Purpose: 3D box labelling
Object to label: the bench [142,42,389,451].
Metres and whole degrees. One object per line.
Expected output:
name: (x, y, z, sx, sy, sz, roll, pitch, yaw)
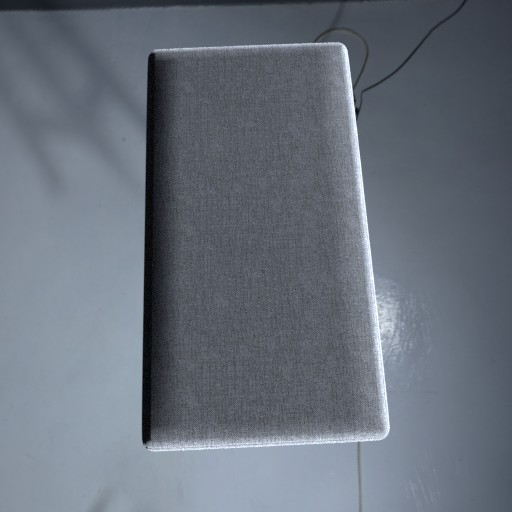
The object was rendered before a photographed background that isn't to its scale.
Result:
bench: (0.000, 0.000, 0.935, 0.366, 0.467, 0.681, -3, 76, -1)
